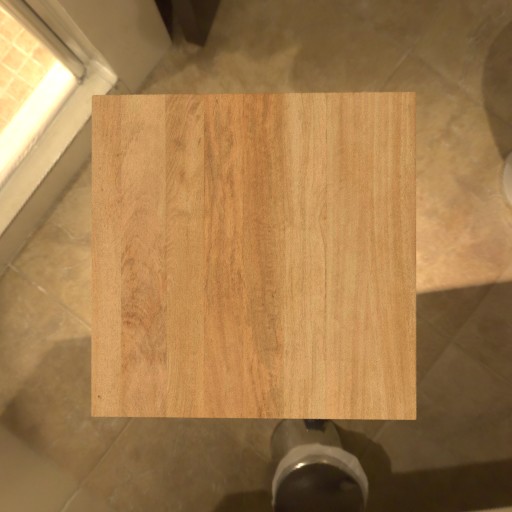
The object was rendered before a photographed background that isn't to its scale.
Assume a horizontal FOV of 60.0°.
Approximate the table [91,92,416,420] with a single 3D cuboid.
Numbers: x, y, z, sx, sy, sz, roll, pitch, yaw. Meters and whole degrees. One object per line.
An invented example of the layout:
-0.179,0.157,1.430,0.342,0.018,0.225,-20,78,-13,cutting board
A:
0.000,0.000,1.065,0.599,0.500,0.599,0,90,2,table
